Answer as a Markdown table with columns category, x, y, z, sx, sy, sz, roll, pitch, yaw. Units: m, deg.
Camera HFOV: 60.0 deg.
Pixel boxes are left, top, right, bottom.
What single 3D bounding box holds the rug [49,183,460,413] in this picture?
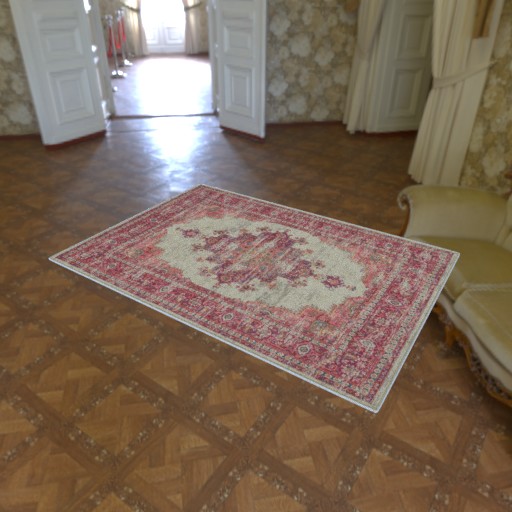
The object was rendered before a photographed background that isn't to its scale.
| category | x | y | z | sx | sy | sz | roll | pitch | yaw |
| --- | --- | --- | --- | --- | --- | --- | --- | --- | --- |
| rug | 0.000 | 0.000 | 3.762 | 2.878 | 0.014 | 2.005 | 19 | 36 | 28 |
